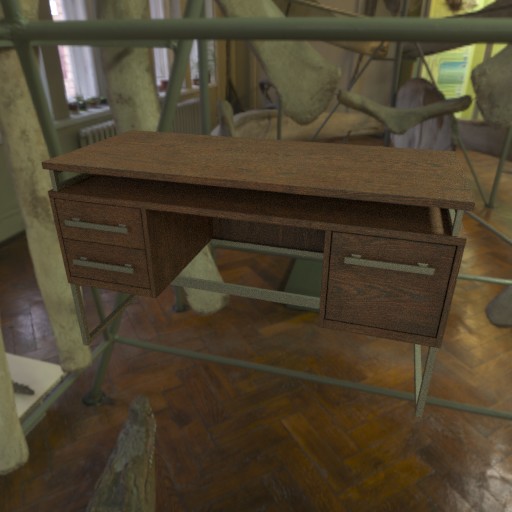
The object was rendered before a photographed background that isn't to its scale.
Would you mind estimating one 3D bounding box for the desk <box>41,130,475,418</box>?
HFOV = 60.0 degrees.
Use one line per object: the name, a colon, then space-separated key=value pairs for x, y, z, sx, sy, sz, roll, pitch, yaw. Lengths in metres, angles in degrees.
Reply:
desk: x=0.000 y=0.000 z=1.768 sx=1.384 sy=0.792 sz=0.610 roll=8 pitch=28 yaw=15
